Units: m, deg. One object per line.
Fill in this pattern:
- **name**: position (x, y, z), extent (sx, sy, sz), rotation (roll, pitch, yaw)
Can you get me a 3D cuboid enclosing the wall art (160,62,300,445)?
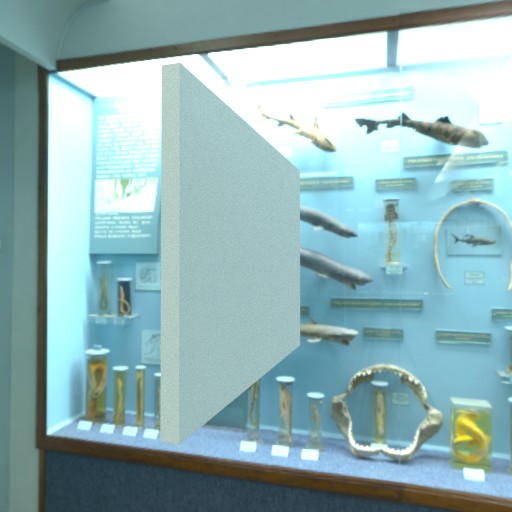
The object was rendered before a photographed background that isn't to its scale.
- **wall art**: position (0.000, 0.000, 1.673), extent (0.051, 0.902, 1.308), rotation (0, -1, 18)
